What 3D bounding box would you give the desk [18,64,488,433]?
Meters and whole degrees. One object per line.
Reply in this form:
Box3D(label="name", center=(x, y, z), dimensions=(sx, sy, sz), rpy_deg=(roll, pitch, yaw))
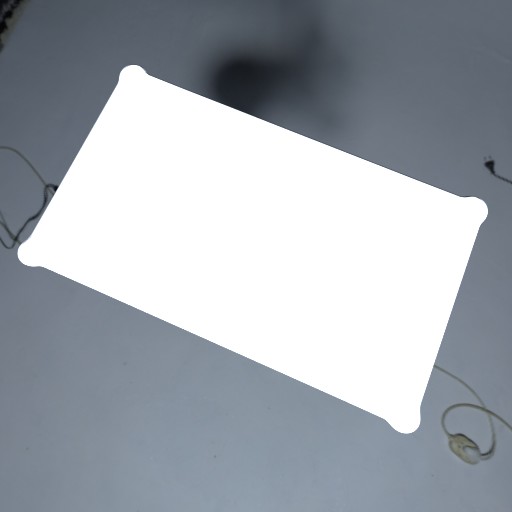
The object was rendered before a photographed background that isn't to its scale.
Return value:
Box3D(label="desk", center=(0.000, 0.000, 1.826), dimensions=(1.380, 0.762, 0.807), rpy_deg=(23, 78, 5))
